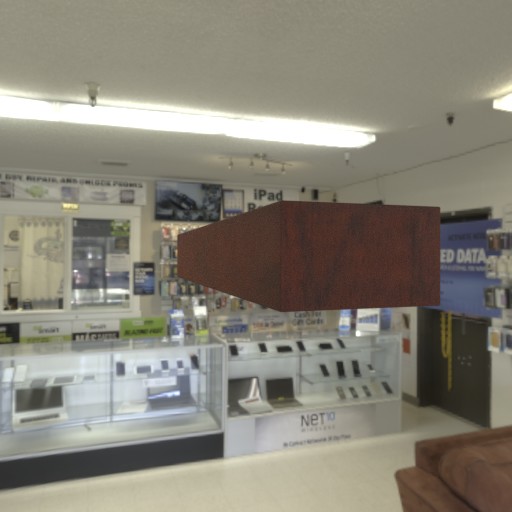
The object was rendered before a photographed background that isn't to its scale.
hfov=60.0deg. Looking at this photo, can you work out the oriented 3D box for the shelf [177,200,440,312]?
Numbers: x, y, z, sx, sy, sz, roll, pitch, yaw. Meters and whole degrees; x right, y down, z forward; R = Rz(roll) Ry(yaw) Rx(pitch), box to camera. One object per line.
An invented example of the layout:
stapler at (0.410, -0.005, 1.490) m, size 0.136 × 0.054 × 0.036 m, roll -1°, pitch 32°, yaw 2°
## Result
shelf at (0.000, 0.000, 0.661) m, size 0.152 × 0.088 × 0.607 m, roll 0°, pitch 0°, yaw -18°
